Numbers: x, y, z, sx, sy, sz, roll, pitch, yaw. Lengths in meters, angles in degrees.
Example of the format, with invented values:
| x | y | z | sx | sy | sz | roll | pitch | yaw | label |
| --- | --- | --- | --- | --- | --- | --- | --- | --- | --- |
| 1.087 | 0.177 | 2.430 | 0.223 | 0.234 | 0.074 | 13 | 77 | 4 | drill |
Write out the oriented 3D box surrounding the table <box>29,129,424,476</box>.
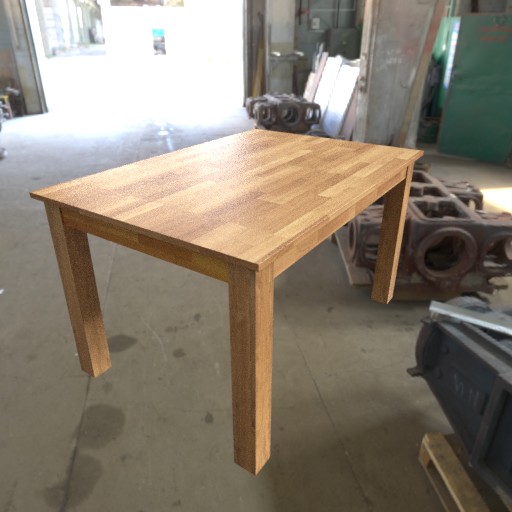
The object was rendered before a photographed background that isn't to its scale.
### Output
| x | y | z | sx | sy | sz | roll | pitch | yaw | label |
| --- | --- | --- | --- | --- | --- | --- | --- | --- | --- |
| 0.000 | 0.000 | 1.863 | 0.900 | 0.750 | 1.300 | 17 | 31 | 30 | table |
